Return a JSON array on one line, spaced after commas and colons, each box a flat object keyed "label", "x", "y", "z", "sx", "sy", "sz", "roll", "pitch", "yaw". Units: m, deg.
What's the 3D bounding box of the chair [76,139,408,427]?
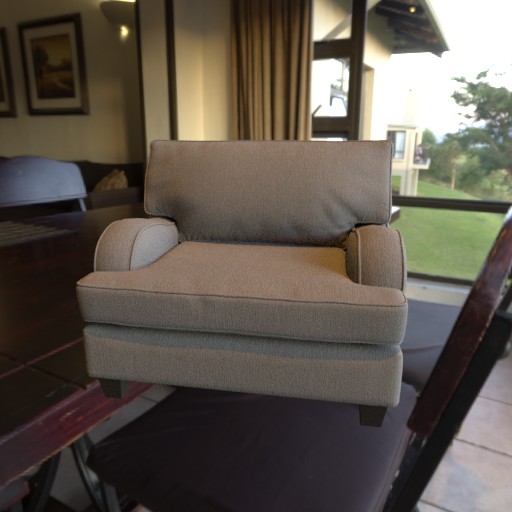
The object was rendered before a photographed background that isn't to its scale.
[{"label": "chair", "x": 0.000, "y": 0.000, "z": 1.999, "sx": 1.220, "sy": 1.016, "sz": 1.041, "roll": 3, "pitch": 15, "yaw": 10}]
